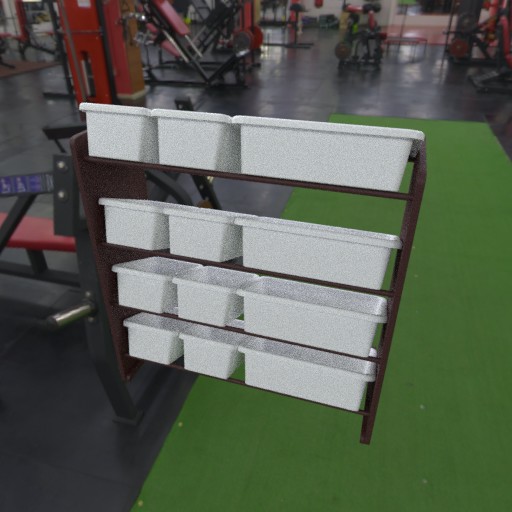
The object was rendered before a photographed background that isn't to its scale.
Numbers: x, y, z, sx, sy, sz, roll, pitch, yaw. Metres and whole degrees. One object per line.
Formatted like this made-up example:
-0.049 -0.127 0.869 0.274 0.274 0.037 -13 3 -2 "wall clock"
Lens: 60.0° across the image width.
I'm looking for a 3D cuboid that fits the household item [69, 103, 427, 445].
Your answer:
0.000 0.000 1.261 0.787 0.864 0.389 9 33 15 "household item"
